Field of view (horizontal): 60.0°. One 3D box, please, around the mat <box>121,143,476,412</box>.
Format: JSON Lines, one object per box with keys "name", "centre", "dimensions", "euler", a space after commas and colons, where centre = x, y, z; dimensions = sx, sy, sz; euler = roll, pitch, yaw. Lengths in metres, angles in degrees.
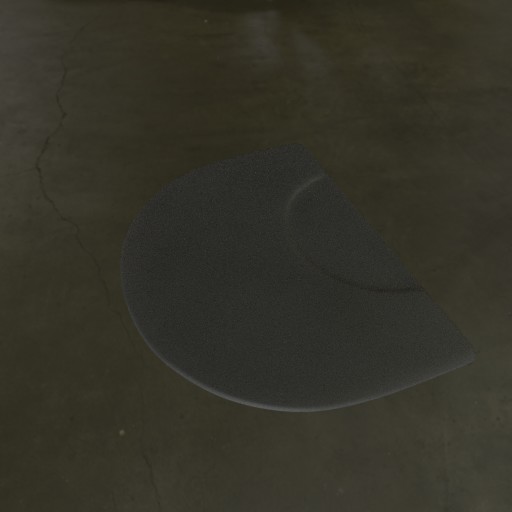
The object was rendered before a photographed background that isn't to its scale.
{"name": "mat", "centre": [0.000, 0.000, 1.545], "dimensions": [0.917, 0.016, 1.220], "euler": [-16, 48, -15]}
